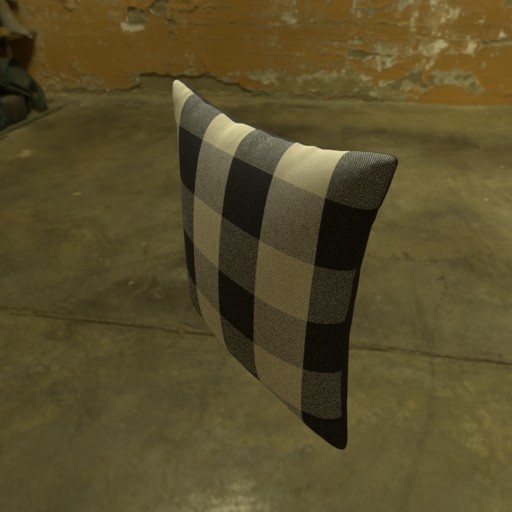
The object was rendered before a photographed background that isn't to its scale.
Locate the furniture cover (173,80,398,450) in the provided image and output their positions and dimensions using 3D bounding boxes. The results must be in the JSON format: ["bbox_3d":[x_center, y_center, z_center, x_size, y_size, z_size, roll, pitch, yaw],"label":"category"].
[{"bbox_3d":[0.000,0.000,0.778,0.161,0.509,0.511,-21,38,-29],"label":"furniture cover"}]
